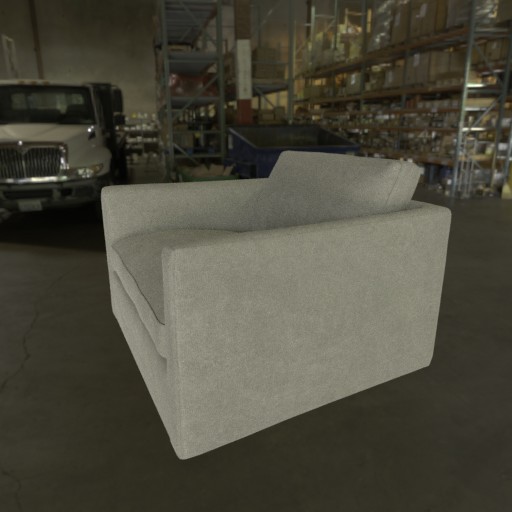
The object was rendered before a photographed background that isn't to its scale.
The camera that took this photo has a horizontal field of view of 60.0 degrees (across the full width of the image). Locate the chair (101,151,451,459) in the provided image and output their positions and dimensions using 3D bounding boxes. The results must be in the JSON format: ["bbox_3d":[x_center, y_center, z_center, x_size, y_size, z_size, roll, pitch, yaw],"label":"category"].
[{"bbox_3d":[0.000,0.000,1.861,1.091,0.845,1.190,-8,19,-25],"label":"chair"}]
